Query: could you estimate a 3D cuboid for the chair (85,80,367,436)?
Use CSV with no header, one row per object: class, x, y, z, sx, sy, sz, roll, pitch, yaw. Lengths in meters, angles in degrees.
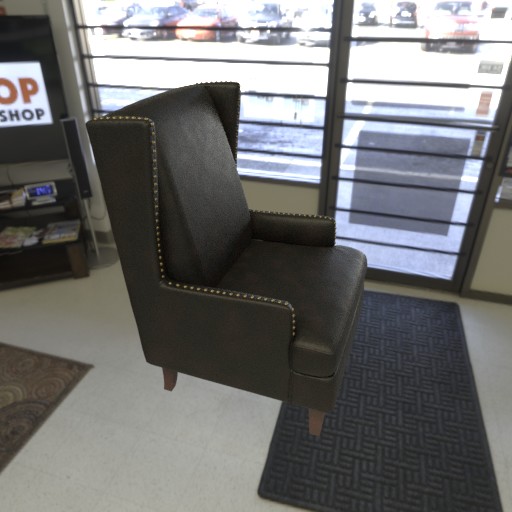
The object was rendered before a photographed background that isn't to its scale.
chair,0.000,0.000,1.691,0.799,1.142,0.703,11,32,17
